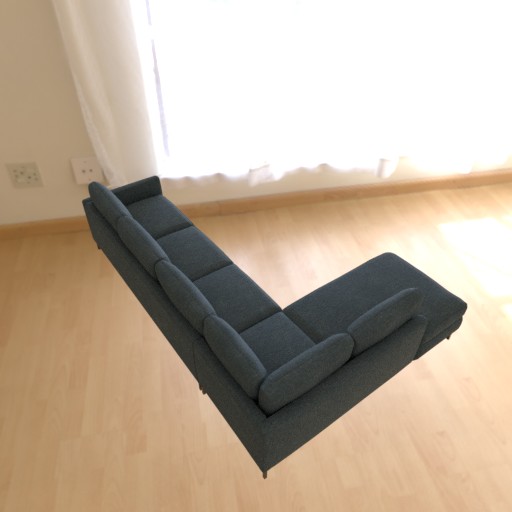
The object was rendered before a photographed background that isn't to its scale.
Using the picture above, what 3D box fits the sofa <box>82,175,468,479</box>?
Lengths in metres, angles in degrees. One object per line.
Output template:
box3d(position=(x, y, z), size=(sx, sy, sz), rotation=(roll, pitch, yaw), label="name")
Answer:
box3d(position=(0.000, 0.000, 3.898), size=(2.007, 0.815, 2.949), rotation=(-26, 47, -27), label="sofa")
